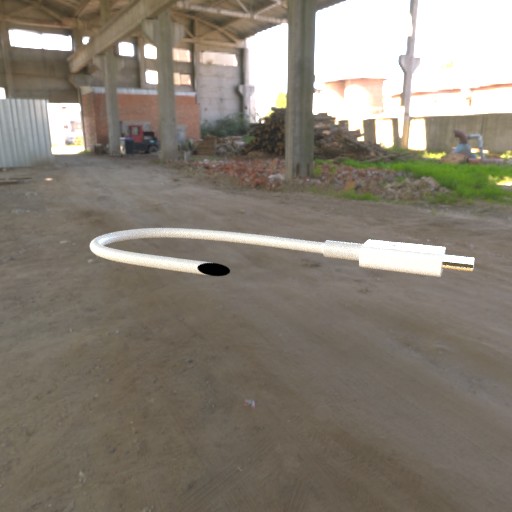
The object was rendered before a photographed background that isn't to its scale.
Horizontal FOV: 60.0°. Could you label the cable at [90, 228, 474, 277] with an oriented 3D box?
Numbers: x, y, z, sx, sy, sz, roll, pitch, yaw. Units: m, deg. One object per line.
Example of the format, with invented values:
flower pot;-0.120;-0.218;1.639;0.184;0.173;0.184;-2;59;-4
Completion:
cable;0.000;0.000;0.111;0.098;0.006;0.040;7;17;25
